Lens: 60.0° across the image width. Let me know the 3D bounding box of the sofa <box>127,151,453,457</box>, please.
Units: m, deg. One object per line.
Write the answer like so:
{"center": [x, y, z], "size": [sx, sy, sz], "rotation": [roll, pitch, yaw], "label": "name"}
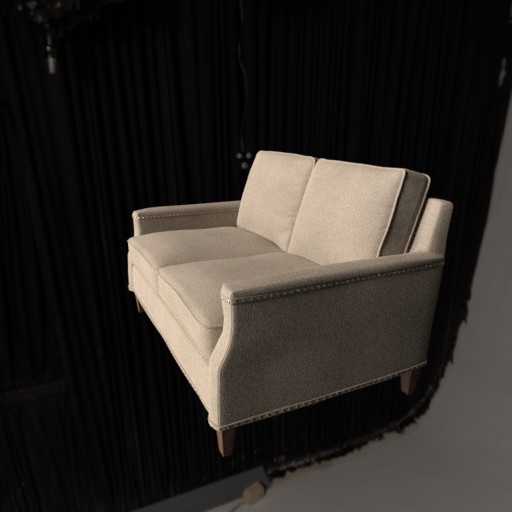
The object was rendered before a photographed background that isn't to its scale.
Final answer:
{"center": [0.000, 0.000, 2.316], "size": [1.084, 1.003, 1.597], "rotation": [-8, 18, -25], "label": "sofa"}
